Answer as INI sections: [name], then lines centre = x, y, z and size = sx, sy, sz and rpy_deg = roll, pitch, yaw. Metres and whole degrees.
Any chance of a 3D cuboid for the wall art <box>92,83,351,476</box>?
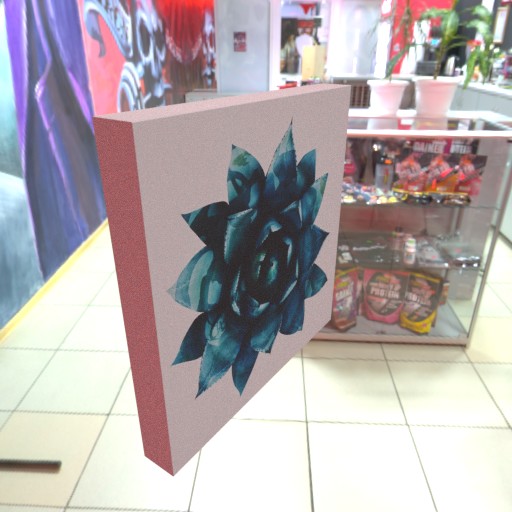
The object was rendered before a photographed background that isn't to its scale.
[wall art]
centre = 0.000, 0.000, 0.448
size = 0.038, 0.305, 0.305
rpy_deg = 17, 31, 32
